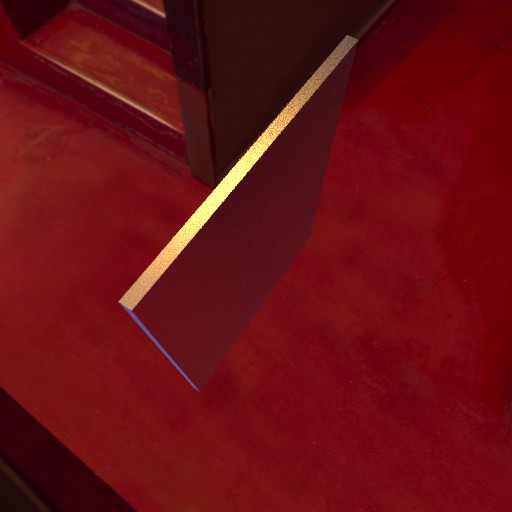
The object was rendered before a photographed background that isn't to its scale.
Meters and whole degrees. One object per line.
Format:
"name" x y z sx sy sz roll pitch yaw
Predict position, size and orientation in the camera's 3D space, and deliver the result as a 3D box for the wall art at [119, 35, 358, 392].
"wall art" 0.000 0.000 1.397 0.030 1.046 0.816 32 69 14
